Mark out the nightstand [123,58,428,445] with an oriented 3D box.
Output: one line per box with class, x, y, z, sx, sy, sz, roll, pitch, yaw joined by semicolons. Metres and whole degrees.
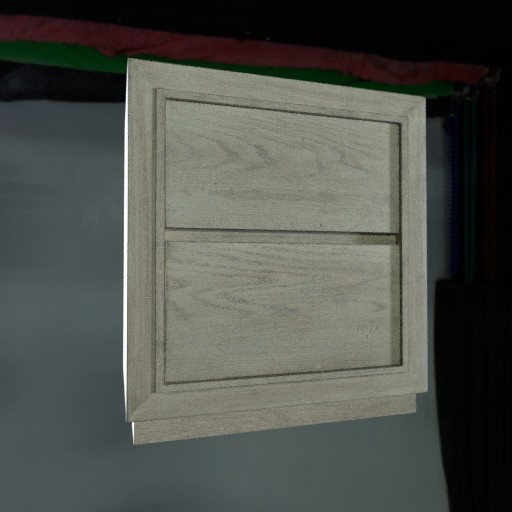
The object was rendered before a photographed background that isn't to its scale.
nightstand;0.000;0.000;1.077;0.612;0.673;0.483;0;-1;-17
